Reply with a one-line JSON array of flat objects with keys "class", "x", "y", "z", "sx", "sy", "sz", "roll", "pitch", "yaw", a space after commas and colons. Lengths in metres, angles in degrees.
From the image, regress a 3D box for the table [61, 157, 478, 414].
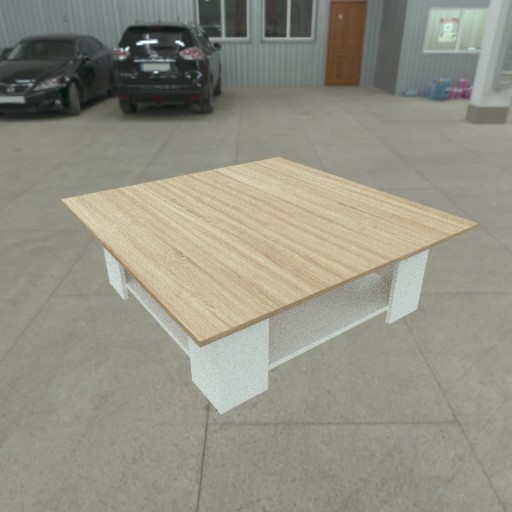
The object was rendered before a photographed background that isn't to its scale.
[{"class": "table", "x": 0.000, "y": 0.000, "z": 1.394, "sx": 0.890, "sy": 0.305, "sz": 0.890, "roll": -18, "pitch": 33, "yaw": -31}]
